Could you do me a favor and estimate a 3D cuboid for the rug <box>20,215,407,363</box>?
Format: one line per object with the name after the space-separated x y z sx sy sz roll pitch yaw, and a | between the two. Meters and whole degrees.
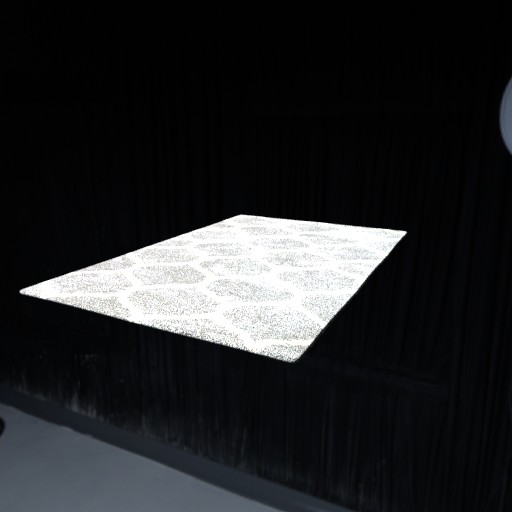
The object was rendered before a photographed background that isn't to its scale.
0.000 0.000 3.402 1.801 0.026 2.701 8 18 26 | rug
